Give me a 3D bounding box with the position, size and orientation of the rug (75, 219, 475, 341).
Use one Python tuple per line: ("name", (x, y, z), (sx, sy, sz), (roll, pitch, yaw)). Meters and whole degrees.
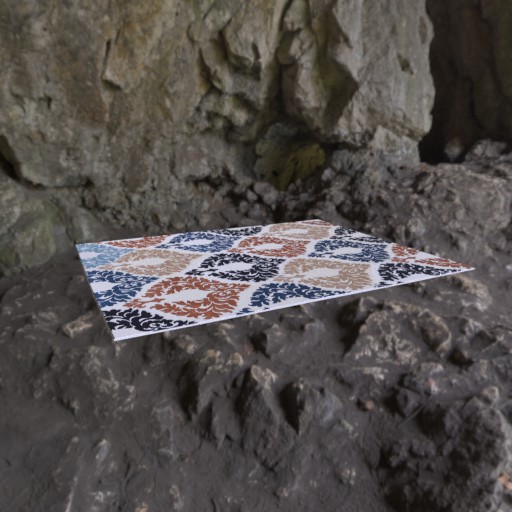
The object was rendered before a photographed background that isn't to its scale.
("rug", (0.000, 0.000, 4.216), (3.040, 0.014, 2.423), (-8, 18, -25))
